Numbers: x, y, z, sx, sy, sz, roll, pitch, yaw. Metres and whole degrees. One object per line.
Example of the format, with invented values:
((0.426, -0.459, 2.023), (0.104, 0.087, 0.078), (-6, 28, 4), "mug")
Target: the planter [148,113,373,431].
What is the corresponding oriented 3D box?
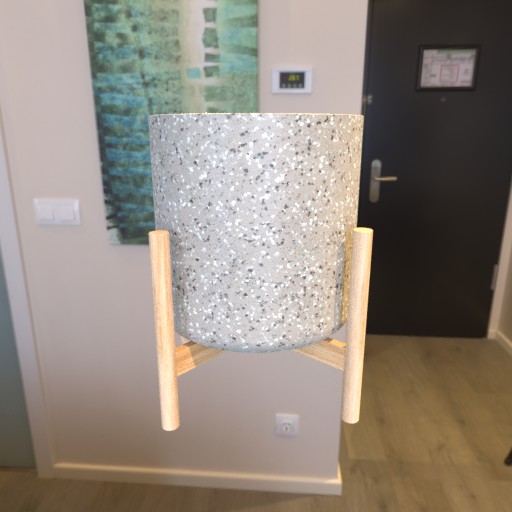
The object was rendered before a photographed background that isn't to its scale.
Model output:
((0.000, 0.000, 0.698), (0.360, 0.419, 0.360), (-8, 18, -25), "planter")
